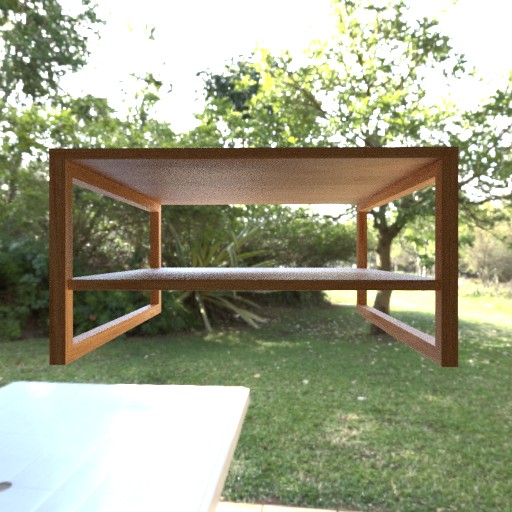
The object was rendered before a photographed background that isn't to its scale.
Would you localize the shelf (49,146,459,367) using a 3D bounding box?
[{"bbox_3d":[0.000,0.000,1.420,0.899,0.480,0.899,0,0,1],"label":"shelf"}]
